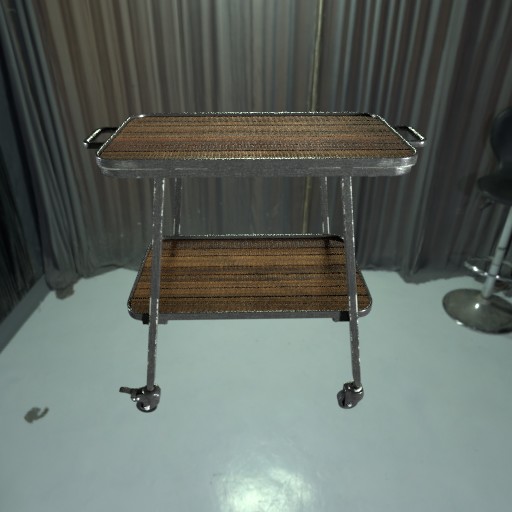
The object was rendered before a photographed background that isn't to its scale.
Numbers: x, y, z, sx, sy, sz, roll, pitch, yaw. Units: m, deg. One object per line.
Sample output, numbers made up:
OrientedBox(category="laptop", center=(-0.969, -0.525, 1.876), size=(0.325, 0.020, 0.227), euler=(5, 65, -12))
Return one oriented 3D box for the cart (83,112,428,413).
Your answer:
OrientedBox(category="cart", center=(0.000, 0.000, 1.255), size=(0.806, 0.700, 0.515), euler=(-1, 31, -1))
